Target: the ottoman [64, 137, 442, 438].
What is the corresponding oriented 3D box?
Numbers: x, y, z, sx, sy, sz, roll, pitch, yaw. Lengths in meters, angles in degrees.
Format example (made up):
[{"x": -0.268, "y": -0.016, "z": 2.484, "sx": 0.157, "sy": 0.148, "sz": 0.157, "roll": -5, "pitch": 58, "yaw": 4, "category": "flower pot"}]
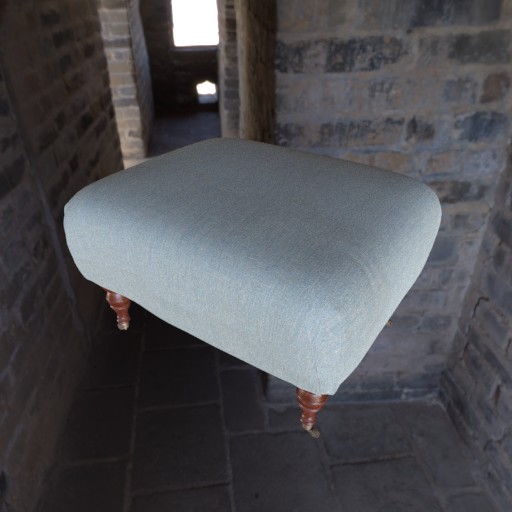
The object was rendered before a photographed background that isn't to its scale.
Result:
[{"x": 0.000, "y": 0.000, "z": 1.124, "sx": 0.747, "sy": 0.450, "sz": 0.622, "roll": 20, "pitch": 36, "yaw": 29, "category": "ottoman"}]
